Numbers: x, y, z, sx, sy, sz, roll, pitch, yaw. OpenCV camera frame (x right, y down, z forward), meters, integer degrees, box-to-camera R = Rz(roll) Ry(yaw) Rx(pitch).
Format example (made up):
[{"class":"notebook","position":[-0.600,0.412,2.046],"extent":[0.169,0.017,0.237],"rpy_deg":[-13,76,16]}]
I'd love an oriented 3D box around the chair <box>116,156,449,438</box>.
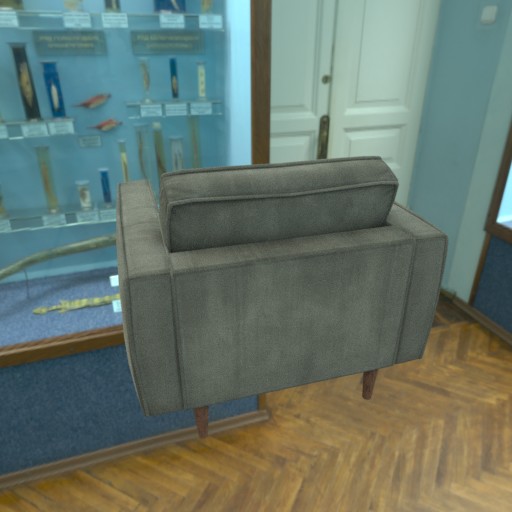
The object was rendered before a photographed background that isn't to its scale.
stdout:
[{"class":"chair","position":[0.000,0.000,1.555],"extent":[0.928,0.773,0.843],"rpy_deg":[-8,27,-15]}]
